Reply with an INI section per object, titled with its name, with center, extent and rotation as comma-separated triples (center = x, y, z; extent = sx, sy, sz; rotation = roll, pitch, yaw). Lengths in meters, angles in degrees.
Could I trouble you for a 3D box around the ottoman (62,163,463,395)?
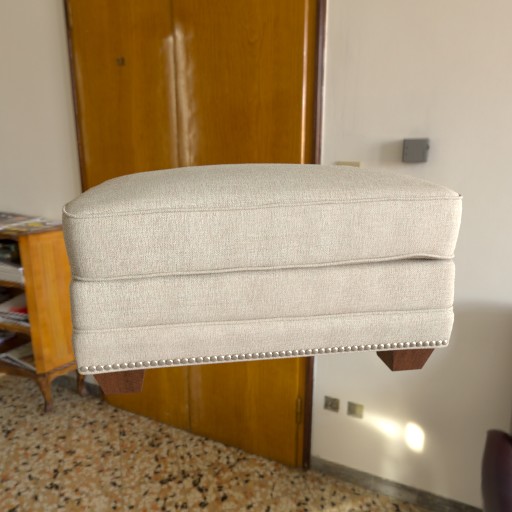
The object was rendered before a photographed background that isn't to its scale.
[ottoman]
center = 0.000, 0.000, 1.132
extent = 0.813, 0.458, 0.559
rotation = -2, 14, -9
